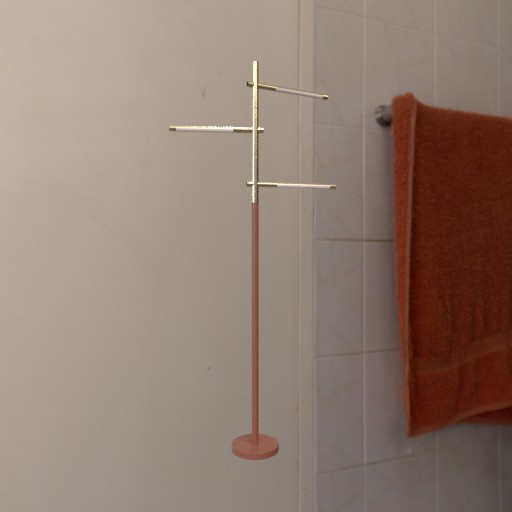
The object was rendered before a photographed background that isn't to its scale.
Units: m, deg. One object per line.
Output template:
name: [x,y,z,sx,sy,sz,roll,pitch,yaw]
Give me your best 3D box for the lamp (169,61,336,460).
lamp: [0.000,0.000,1.955,0.737,1.704,0.209,0,0,-18]
